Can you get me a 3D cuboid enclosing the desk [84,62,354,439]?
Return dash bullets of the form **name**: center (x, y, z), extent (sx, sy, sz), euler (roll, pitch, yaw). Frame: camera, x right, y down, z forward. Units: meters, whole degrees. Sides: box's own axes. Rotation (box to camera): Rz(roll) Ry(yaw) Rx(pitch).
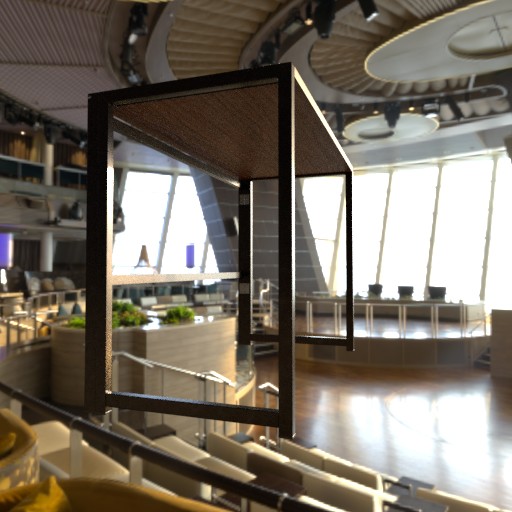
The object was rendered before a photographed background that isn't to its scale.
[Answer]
- **desk**: center (0.000, 0.000, 1.452), extent (0.508, 0.762, 1.016), euler (-1, -2, 19)
